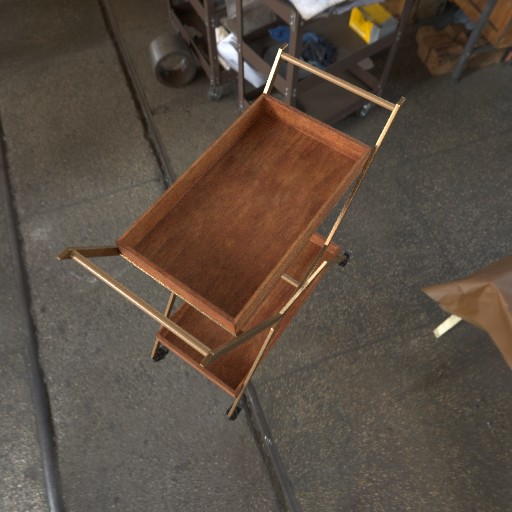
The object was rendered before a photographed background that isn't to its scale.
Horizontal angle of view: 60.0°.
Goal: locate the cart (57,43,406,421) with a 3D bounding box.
[{"bbox_3d":[0.000,0.000,1.370,0.405,0.869,0.836,32,67,16],"label":"cart"}]
